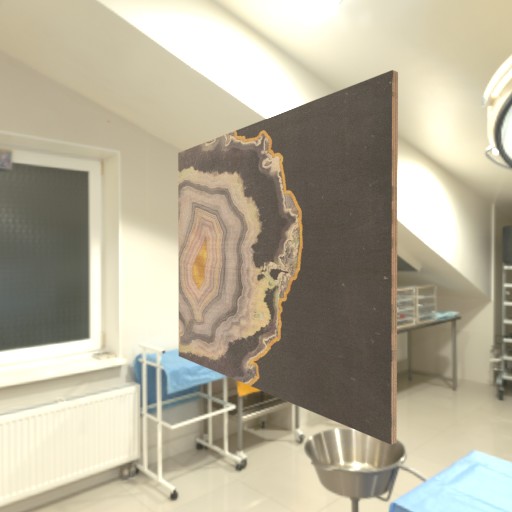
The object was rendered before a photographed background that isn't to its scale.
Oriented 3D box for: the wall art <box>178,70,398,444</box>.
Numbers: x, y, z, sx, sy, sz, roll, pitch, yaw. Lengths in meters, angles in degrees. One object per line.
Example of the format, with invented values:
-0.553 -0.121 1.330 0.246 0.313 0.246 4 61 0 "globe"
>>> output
0.000 0.000 0.689 0.010 0.408 0.508 -1 1 -37 "wall art"
